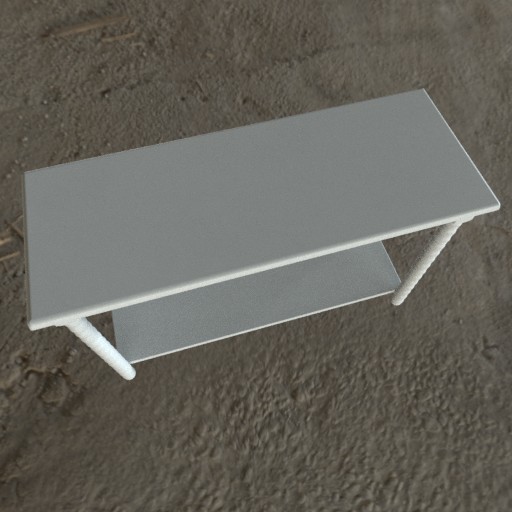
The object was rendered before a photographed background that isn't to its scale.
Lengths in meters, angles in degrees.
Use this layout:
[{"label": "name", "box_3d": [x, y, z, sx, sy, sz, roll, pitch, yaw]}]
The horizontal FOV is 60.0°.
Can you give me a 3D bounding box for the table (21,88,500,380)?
[{"label": "table", "box_3d": [0.000, 0.000, 1.482, 1.184, 0.740, 0.459, -14, 63, -7]}]
